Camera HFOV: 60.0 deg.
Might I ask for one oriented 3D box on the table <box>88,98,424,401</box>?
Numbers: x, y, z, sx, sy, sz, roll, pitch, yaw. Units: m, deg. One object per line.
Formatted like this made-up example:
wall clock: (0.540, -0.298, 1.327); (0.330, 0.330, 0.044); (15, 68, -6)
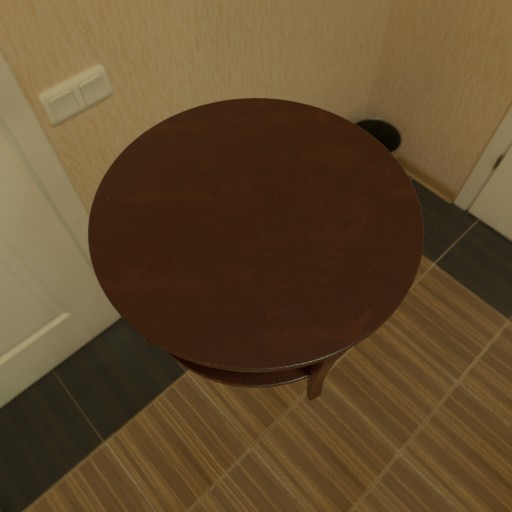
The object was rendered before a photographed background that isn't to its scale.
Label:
table: (0.000, 0.000, 1.439); (0.911, 0.512, 0.911); (0, 58, 0)
